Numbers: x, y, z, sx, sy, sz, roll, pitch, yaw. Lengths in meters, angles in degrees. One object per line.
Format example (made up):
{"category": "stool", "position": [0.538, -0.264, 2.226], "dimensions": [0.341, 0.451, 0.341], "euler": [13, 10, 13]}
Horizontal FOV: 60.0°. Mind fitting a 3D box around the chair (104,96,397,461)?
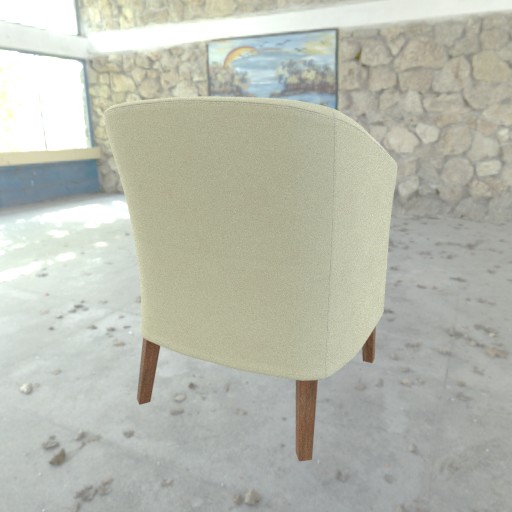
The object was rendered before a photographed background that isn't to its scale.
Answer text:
{"category": "chair", "position": [0.000, 0.000, 1.263], "dimensions": [0.643, 0.822, 0.657], "euler": [8, 18, 26]}
